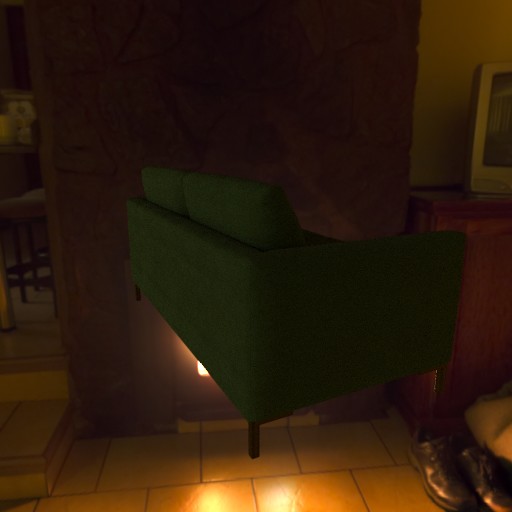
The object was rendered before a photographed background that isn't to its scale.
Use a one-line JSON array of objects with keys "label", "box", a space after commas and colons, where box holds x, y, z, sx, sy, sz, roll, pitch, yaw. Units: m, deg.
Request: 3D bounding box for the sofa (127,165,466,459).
[{"label": "sofa", "box": [0.000, 0.000, 2.120, 0.875, 0.817, 1.676, -7, 15, -26]}]
